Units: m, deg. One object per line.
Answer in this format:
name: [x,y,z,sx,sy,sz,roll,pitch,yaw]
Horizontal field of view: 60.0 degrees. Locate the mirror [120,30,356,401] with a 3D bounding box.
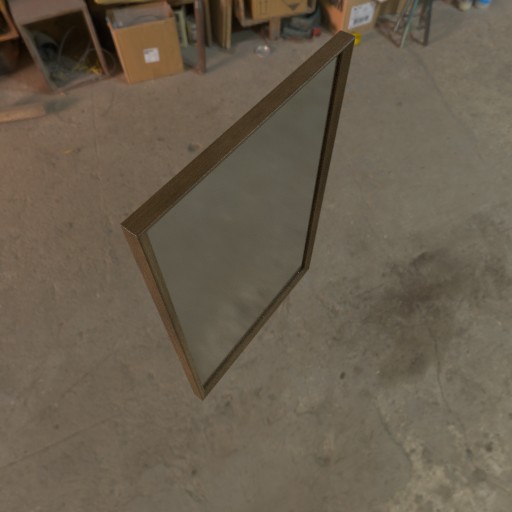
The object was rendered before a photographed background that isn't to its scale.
mirror: [0.000,0.000,1.149,0.041,0.915,0.609,33,63,19]
